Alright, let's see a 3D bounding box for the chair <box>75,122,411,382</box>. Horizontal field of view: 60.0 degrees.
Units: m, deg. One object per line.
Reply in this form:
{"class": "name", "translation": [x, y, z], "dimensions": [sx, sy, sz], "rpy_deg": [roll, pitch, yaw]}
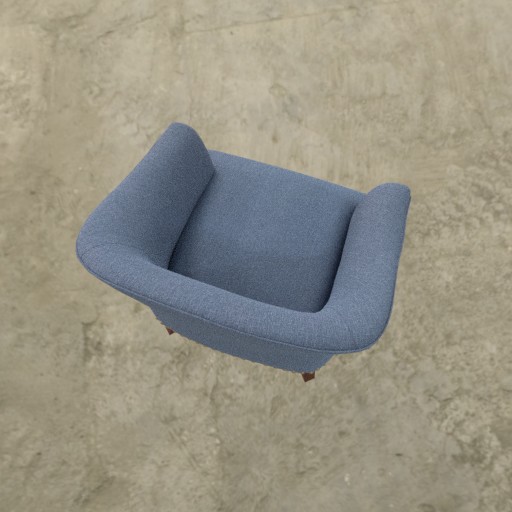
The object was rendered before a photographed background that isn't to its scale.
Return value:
{"class": "chair", "translation": [0.000, 0.000, 1.377], "dimensions": [0.772, 0.815, 0.704], "rpy_deg": [18, 65, 8]}
